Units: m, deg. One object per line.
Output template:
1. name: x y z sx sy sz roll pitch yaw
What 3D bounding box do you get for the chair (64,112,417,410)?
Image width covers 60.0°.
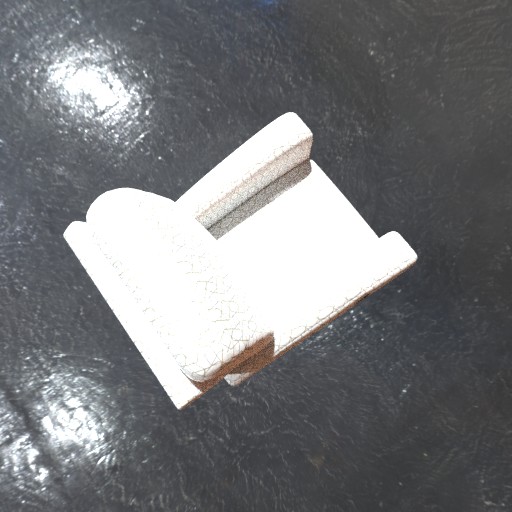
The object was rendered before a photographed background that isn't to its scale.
1. chair: 0.000 0.000 1.763 0.995 1.064 0.796 -36 78 -9
